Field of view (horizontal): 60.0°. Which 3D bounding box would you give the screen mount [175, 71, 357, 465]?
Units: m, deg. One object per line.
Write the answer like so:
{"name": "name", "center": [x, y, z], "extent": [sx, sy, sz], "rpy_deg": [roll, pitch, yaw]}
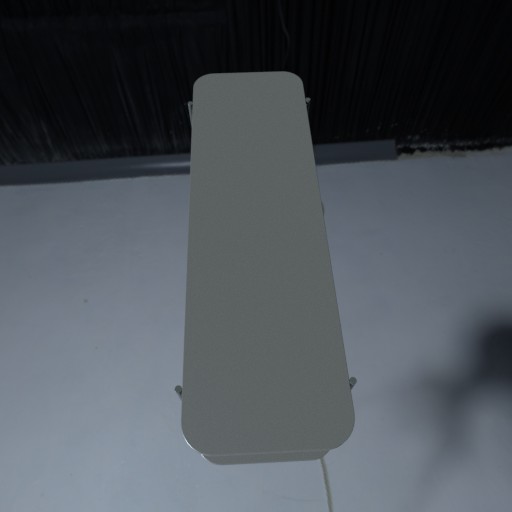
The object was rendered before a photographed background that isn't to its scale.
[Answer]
{"name": "screen mount", "center": [0.000, 0.000, 1.400], "extent": [0.400, 0.447, 1.200], "rpy_deg": [-2, 59, -1]}
